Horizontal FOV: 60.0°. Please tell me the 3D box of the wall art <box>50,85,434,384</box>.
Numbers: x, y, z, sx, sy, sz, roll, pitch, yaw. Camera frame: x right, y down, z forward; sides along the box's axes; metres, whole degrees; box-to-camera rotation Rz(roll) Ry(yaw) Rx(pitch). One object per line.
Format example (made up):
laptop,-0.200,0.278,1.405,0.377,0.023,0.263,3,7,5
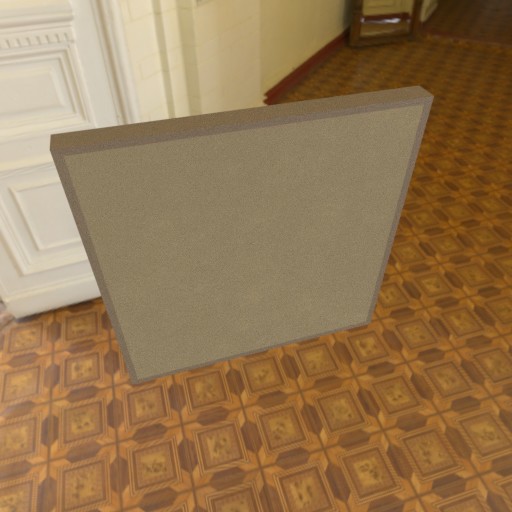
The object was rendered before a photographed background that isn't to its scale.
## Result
wall art,0.000,0.000,0.750,0.508,0.506,0.038,-12,44,-12
